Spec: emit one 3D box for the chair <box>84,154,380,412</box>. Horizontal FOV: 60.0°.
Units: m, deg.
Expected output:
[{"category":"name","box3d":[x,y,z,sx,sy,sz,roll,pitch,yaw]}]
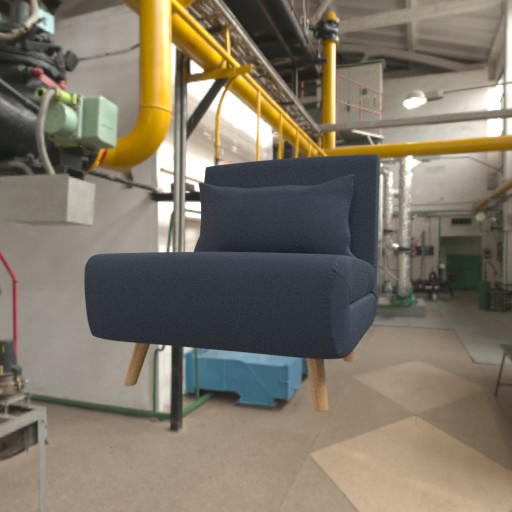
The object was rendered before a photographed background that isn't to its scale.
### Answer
[{"category":"chair","box3d":[0.000,0.000,1.548,0.770,0.808,0.900,0,1,21]}]
